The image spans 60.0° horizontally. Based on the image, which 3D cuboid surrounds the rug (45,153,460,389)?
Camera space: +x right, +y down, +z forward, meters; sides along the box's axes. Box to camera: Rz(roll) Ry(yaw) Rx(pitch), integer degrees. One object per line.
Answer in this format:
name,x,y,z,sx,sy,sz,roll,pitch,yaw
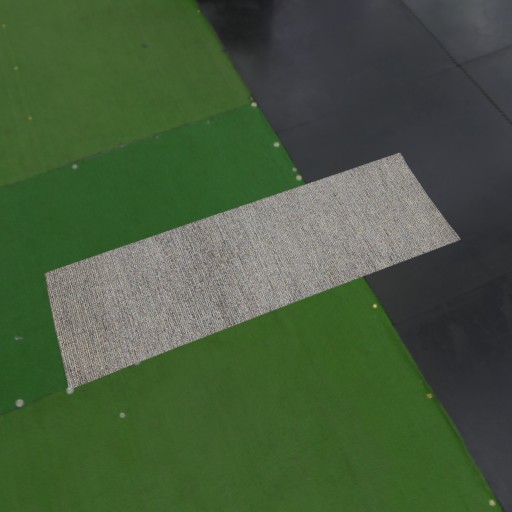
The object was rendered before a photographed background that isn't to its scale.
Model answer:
rug,0.000,0.000,2.579,2.335,0.013,0.697,-20,66,-9
